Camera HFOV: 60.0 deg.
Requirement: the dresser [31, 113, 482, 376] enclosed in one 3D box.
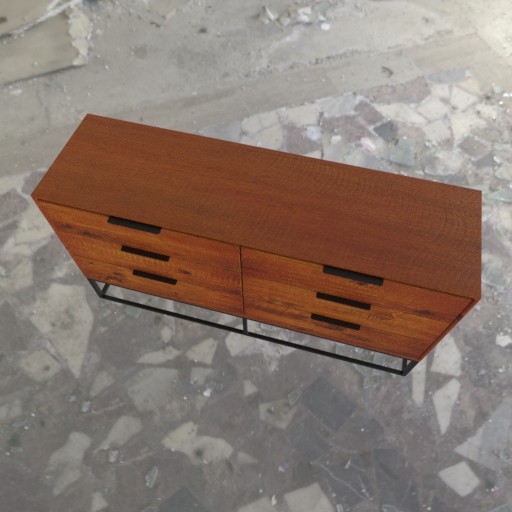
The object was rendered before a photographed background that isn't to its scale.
[{"bbox_3d":[0.000,0.000,1.904,1.536,0.810,0.464,13,59,8],"label":"dresser"}]
